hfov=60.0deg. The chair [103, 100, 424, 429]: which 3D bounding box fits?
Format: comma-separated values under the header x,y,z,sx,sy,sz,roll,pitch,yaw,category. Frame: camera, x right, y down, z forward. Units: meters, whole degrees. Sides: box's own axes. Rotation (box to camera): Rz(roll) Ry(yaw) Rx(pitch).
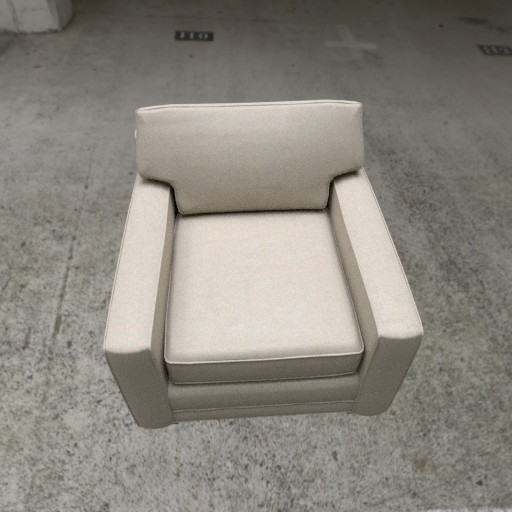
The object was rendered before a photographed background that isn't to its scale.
x,y,z,sx,sy,sz,roll,pitch,yaw,category
0.000,0.000,1.791,0.998,0.913,1.043,-3,47,-2,chair
